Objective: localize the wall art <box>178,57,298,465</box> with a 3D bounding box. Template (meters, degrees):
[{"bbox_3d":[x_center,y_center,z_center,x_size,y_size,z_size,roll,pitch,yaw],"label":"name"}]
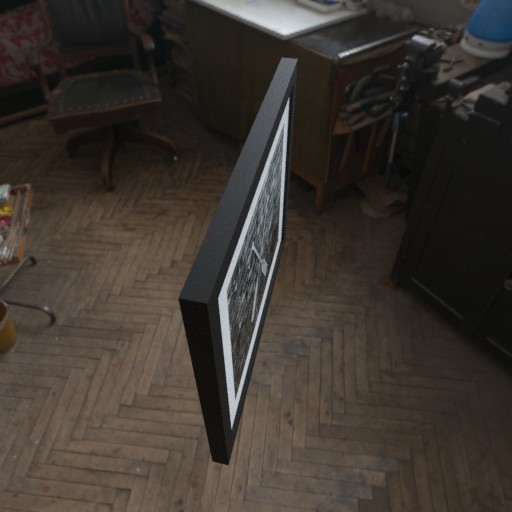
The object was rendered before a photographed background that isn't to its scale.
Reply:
[{"bbox_3d":[0.000,0.000,0.776,0.029,0.457,0.558,9,48,9],"label":"wall art"}]
